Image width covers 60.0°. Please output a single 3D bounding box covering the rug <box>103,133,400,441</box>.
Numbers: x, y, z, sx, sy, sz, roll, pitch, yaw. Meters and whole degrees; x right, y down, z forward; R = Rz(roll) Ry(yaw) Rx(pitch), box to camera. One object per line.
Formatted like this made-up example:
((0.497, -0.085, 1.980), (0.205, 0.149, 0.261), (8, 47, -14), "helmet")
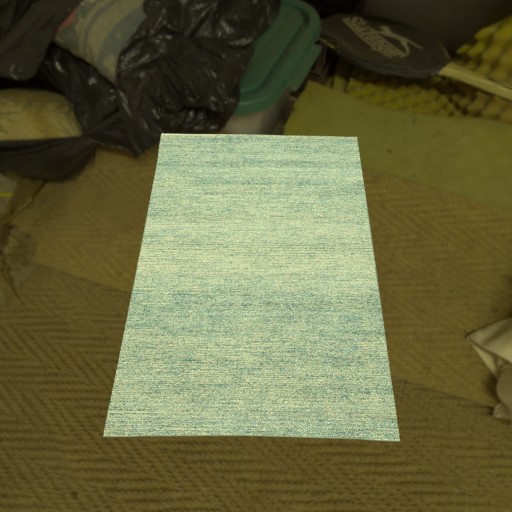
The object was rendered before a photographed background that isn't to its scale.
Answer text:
((0.000, 0.000, 5.238), (2.802, 0.052, 4.078), (1, 58, 1), "rug")
